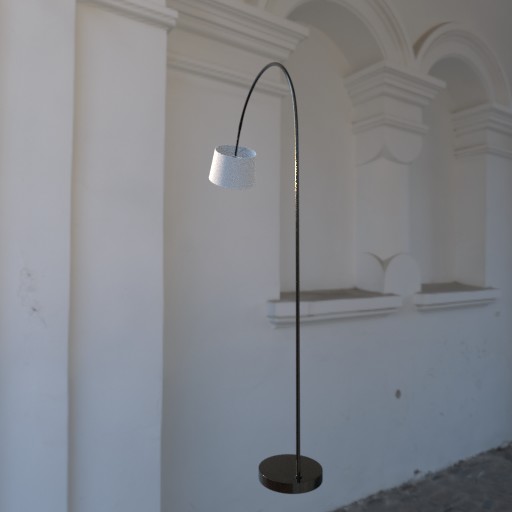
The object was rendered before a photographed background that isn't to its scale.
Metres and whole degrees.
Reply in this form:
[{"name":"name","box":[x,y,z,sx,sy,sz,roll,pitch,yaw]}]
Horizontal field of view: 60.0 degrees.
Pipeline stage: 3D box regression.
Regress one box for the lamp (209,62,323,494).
[{"name":"lamp","box":[0.000,0.000,2.610,0.331,2.104,1.363,0,-1,-18]}]
